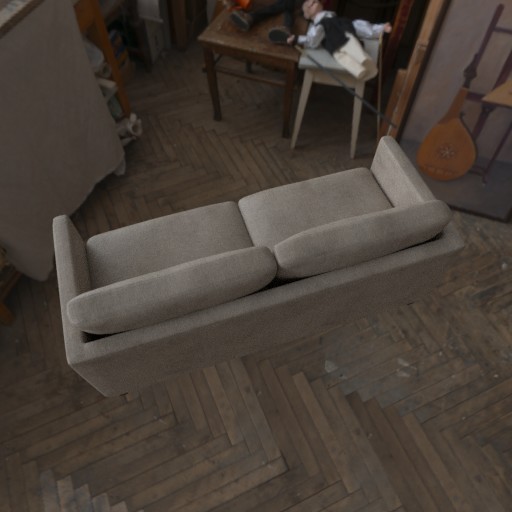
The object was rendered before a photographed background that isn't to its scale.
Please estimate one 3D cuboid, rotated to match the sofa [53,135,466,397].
[{"bbox_3d":[0.000,0.000,2.741,2.208,0.965,0.951,-16,60,-9],"label":"sofa"}]
